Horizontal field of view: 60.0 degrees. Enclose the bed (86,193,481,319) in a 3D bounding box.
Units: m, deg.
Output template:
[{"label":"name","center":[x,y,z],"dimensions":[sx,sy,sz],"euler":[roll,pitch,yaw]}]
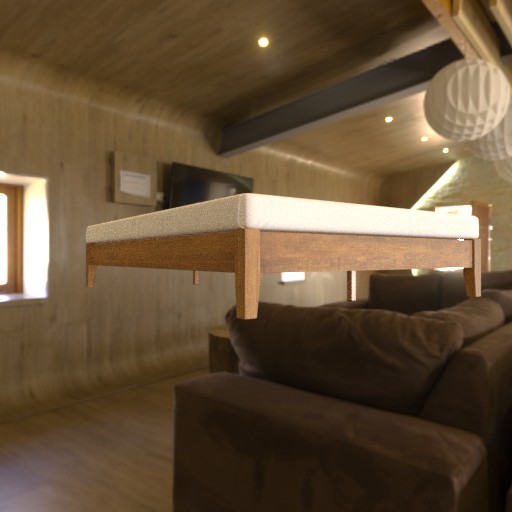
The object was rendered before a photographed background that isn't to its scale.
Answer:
[{"label":"bed","center":[0.000,0.000,2.744],"dimensions":[1.536,0.431,2.016],"euler":[0,0,-35]}]
